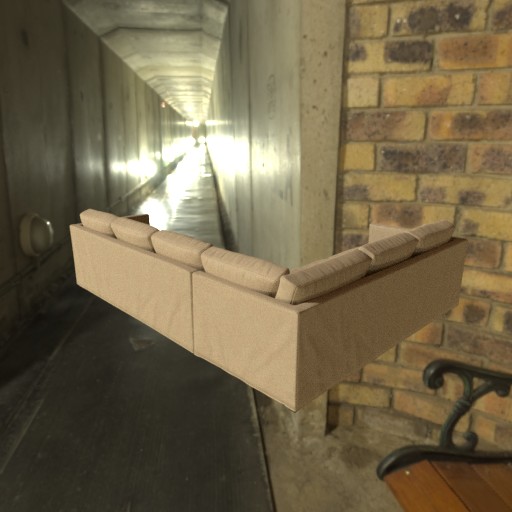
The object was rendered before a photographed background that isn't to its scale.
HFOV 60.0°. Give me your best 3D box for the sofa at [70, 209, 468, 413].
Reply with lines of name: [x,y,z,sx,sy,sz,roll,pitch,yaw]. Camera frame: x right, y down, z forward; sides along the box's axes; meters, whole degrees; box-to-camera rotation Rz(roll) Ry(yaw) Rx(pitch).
sofa: [0.000,0.000,4.468,2.432,0.871,3.182,-16,23,-42]
